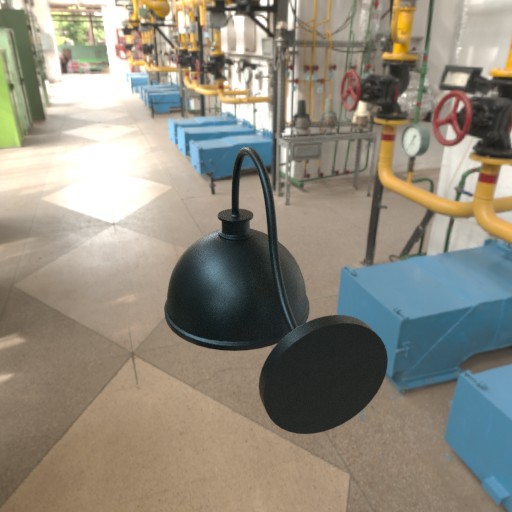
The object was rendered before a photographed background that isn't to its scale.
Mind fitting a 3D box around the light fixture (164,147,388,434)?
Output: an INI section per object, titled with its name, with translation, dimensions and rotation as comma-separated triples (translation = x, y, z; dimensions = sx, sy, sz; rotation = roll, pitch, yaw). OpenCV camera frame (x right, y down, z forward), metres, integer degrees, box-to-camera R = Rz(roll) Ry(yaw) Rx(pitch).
[light fixture]
translation = 0.000, 0.000, 0.629
dimensions = 0.253, 0.295, 0.467
rotation = -8, 26, -16
